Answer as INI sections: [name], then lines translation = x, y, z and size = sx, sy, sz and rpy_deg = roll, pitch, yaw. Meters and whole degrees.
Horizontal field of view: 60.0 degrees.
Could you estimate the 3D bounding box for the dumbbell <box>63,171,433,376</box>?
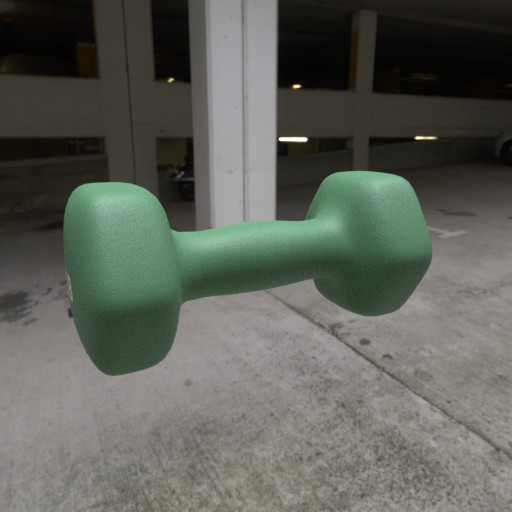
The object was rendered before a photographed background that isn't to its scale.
[dumbbell]
translation = 0.000, 0.000, 0.325
size = 0.257, 0.114, 0.126
rpy_deg = -7, 17, -25
